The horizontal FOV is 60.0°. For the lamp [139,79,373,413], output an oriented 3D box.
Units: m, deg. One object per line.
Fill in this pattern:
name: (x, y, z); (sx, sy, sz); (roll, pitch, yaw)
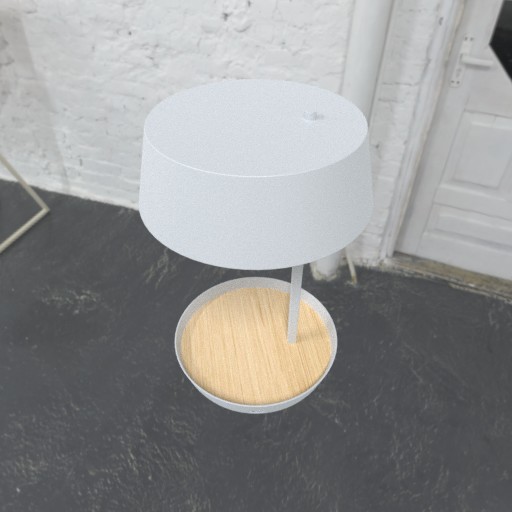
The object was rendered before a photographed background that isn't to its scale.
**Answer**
lamp: (0.000, 0.000, 0.632); (0.291, 0.429, 0.291); (0, 41, 0)
